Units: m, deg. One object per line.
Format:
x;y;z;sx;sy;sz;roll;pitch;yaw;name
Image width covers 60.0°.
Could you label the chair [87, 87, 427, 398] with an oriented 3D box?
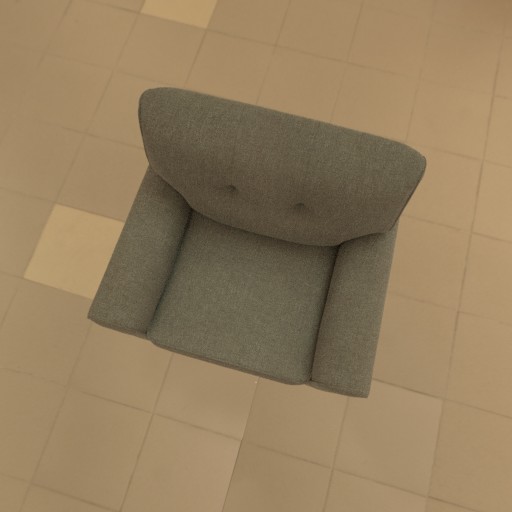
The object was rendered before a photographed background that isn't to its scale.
0.000;0.000;1.621;0.941;0.890;0.816;15;75;4;chair
